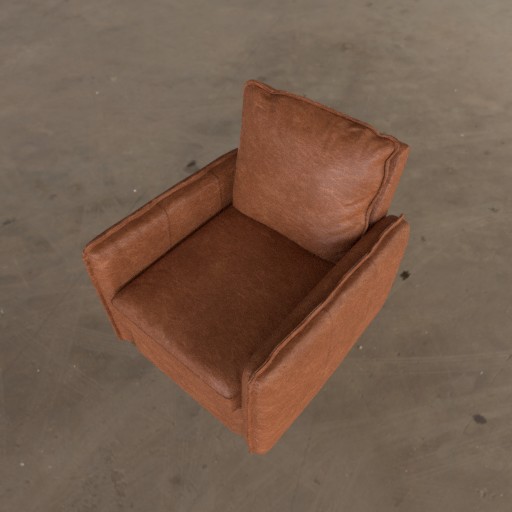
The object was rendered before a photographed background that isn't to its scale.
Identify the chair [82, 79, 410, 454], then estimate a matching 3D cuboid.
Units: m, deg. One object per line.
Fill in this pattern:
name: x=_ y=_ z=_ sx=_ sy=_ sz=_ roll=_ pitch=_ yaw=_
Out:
chair: x=0.000 y=0.000 z=1.602 sx=0.830 sy=0.922 sz=0.922 roll=32 pitch=56 yaw=25
